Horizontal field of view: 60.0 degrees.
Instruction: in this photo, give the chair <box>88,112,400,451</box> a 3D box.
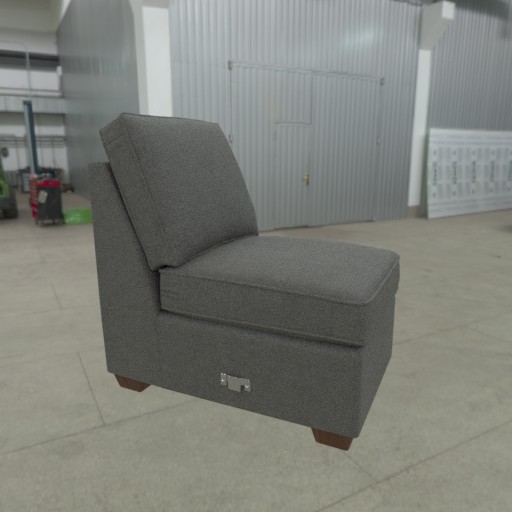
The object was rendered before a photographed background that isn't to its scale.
[{"bbox_3d":[0.000,0.000,1.583,0.938,0.970,0.621,6,15,25],"label":"chair"}]
